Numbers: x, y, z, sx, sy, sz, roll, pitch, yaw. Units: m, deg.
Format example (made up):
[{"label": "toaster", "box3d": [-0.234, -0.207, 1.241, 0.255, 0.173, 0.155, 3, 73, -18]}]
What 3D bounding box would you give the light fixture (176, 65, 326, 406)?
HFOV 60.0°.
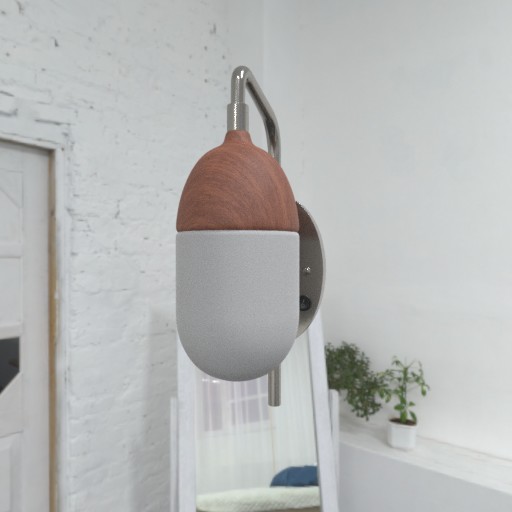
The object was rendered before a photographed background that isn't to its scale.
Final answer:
[{"label": "light fixture", "box3d": [0.000, 0.000, 0.438, 0.108, 0.343, 0.216, 0, 1, 17]}]
